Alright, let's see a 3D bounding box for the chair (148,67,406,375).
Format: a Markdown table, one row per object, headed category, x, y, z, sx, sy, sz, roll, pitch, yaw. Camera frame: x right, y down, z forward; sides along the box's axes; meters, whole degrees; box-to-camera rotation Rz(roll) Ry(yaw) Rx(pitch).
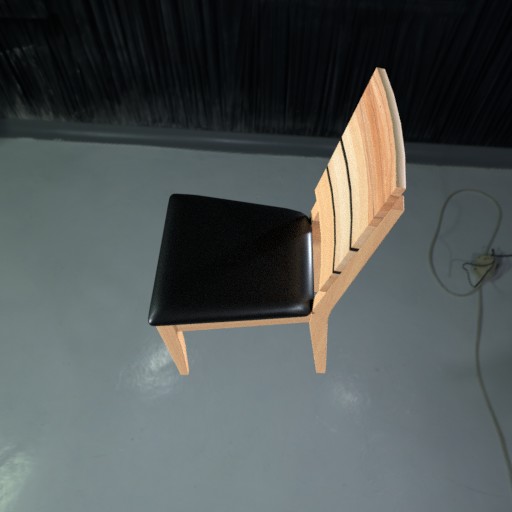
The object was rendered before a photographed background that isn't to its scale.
| category | x | y | z | sx | sy | sz | roll | pitch | yaw |
| --- | --- | --- | --- | --- | --- | --- | --- | --- | --- |
| chair | 0.000 | 0.000 | 1.181 | 0.520 | 0.940 | 0.410 | 2 | 59 | 1 |
